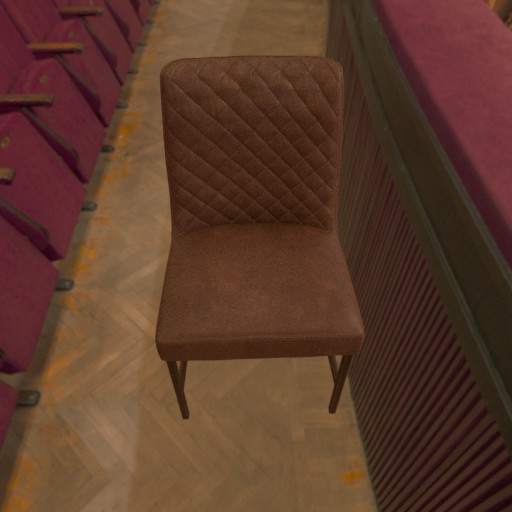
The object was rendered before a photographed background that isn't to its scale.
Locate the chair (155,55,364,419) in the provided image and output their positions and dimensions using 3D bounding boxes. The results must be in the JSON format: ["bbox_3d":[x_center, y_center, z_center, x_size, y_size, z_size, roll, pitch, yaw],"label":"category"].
[{"bbox_3d":[0.000,0.000,1.250,0.508,0.889,0.587,-2,47,-2],"label":"chair"}]
